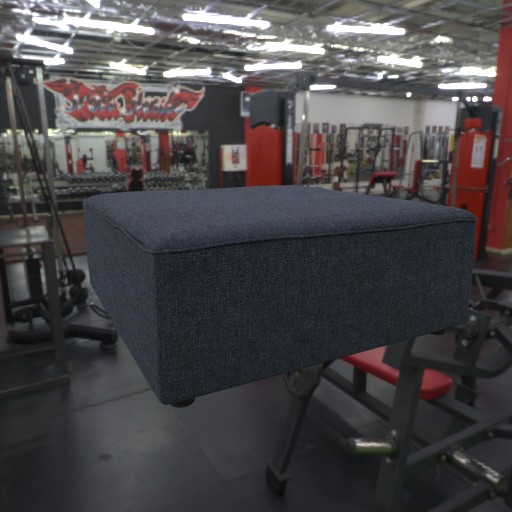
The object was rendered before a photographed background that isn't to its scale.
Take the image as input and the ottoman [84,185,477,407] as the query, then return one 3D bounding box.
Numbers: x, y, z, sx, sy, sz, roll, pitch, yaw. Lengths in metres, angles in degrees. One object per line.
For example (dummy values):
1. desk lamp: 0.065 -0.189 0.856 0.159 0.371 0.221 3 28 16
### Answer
1. ottoman: 0.000 0.000 1.571 1.023 0.423 1.017 -7 15 -27
